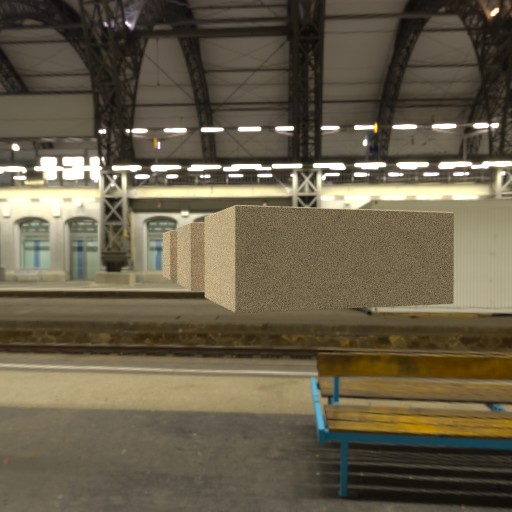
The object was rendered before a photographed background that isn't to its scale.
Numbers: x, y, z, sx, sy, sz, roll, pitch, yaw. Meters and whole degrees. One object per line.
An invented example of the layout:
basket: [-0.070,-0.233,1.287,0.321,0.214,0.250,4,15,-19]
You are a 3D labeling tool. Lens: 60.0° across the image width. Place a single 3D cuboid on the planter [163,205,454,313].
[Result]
planter: [0.000,0.000,0.388,0.127,0.051,0.333,0,1,-18]
